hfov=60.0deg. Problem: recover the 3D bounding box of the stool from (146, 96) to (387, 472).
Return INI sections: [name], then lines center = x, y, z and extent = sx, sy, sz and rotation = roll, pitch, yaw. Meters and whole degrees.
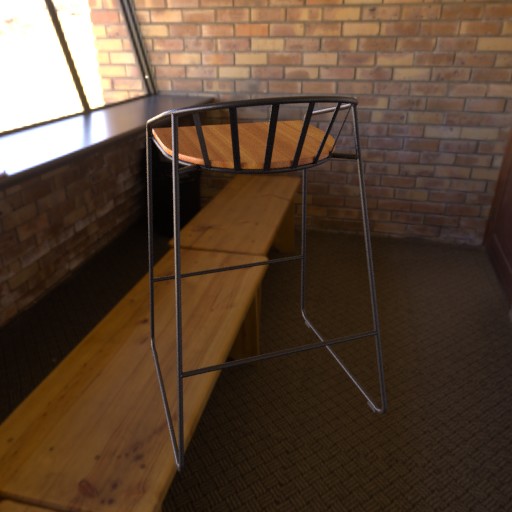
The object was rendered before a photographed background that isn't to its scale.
[stool]
center = 0.000, 0.000, 1.127
extent = 0.546, 0.812, 0.521
rotation = -9, 27, -17
